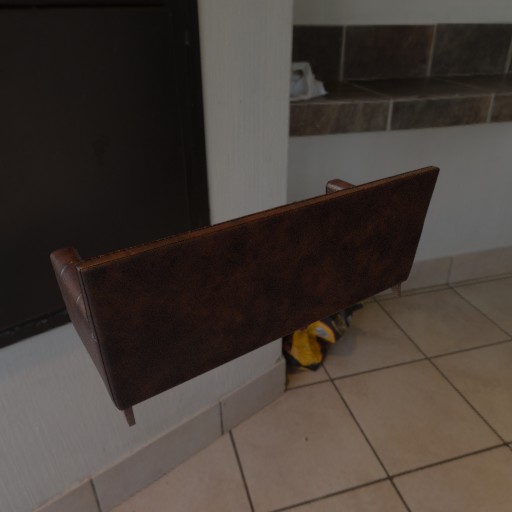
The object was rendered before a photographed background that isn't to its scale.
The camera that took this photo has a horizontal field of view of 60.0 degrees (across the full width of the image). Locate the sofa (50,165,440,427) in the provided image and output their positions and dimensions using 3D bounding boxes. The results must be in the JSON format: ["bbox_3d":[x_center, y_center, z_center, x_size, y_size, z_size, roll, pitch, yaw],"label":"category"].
[{"bbox_3d":[0.000,0.000,2.482,1.995,0.871,0.786,-18,34,-30],"label":"sofa"}]
